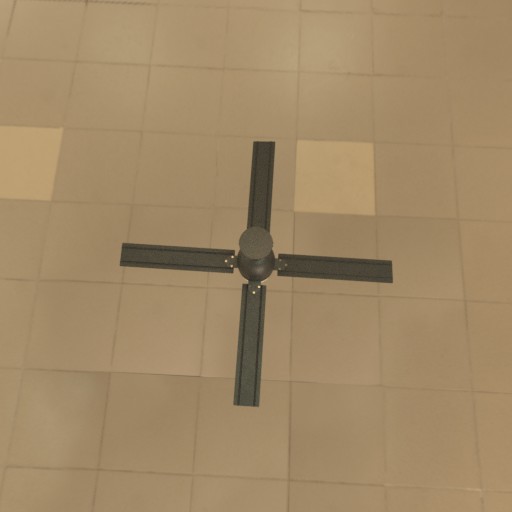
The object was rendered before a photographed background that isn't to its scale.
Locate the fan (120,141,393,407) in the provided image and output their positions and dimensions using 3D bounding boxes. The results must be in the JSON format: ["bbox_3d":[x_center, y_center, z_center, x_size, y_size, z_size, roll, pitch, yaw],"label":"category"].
[{"bbox_3d":[0.000,0.000,2.021,1.319,0.410,1.319,2,75,1],"label":"fan"}]
